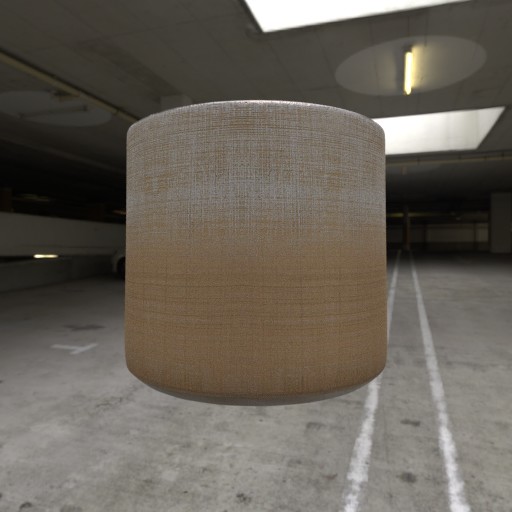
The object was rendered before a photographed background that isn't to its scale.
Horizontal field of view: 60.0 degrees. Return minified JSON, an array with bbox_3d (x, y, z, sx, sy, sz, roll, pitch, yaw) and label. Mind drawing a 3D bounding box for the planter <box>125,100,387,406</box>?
[{"bbox_3d":[0.000,0.000,0.388,0.221,0.201,0.221,0,0,0],"label":"planter"}]
